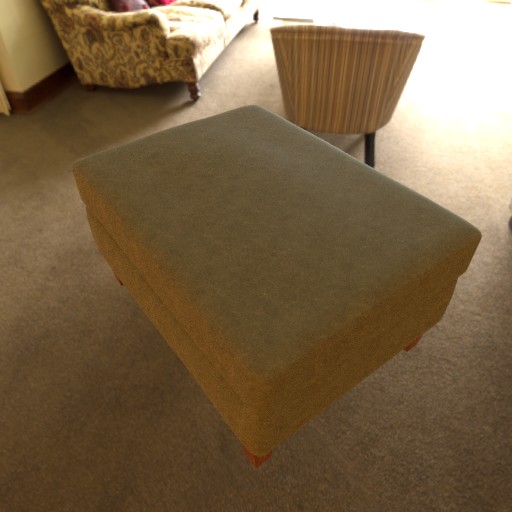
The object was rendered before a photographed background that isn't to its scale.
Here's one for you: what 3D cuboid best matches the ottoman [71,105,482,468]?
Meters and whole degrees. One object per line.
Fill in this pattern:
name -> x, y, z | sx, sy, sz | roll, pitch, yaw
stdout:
ottoman -> 0.000, 0.000, 1.201 | 0.639, 0.464, 0.839 | -27, 49, -26
